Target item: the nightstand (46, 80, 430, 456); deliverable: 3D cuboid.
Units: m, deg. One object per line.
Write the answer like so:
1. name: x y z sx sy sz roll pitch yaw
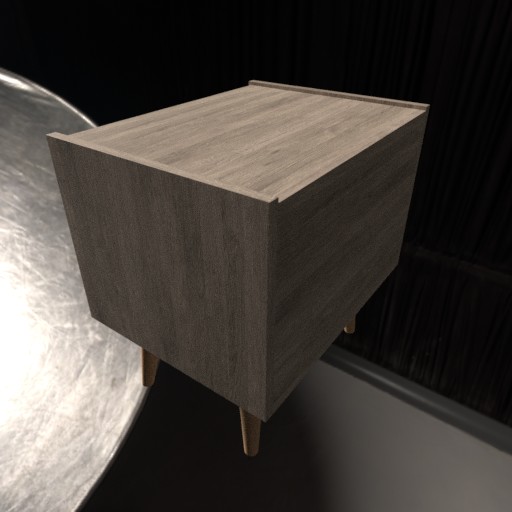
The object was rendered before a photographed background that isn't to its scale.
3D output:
1. nightstand: 0.000 0.000 0.812 0.380 0.500 0.480 21 38 30
